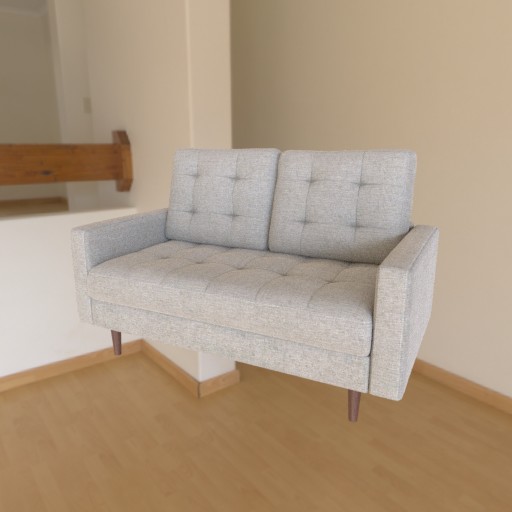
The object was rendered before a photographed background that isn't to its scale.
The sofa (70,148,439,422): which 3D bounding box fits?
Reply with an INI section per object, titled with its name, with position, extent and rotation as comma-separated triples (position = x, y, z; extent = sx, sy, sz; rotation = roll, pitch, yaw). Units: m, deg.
[sofa]
position = 0.000, 0.000, 1.935
extent = 1.407, 0.907, 0.842
rotation = 7, 16, 26
